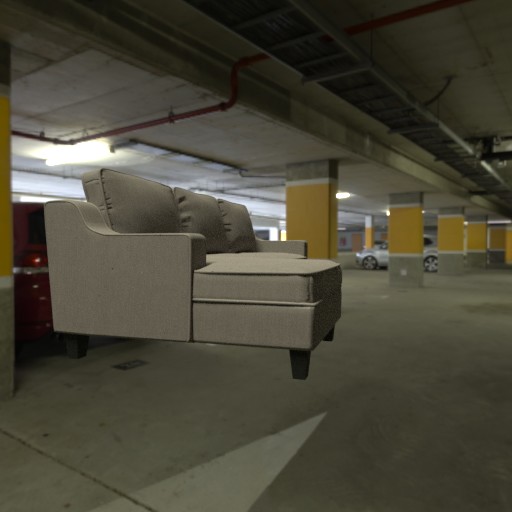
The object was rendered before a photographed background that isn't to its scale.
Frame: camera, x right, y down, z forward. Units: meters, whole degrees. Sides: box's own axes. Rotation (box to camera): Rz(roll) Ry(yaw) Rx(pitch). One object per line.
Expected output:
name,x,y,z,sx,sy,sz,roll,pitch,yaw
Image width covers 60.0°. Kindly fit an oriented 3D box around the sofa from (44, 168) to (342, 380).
sofa,0.000,0.000,3.103,1.294,0.928,2.561,0,1,18
